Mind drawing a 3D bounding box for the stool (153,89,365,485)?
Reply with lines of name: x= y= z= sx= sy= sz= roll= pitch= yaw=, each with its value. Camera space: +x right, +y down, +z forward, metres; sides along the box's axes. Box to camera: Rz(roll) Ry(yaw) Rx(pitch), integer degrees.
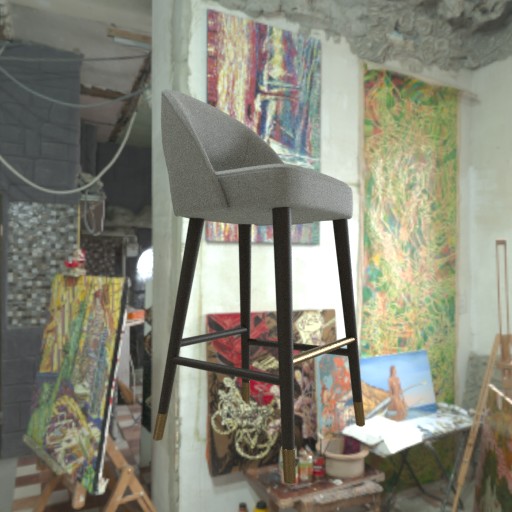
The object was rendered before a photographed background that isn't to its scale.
stool: x=0.000 y=0.000 z=1.323 sx=0.509 sy=1.037 sz=0.494 roll=-1 pitch=-1 yaw=35
